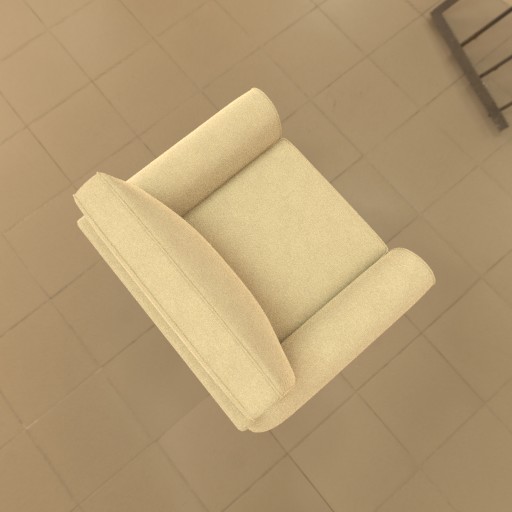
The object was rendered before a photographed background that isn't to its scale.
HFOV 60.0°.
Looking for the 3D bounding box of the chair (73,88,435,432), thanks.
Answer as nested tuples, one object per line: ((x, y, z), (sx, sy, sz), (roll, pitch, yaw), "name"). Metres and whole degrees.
((0.000, 0.000, 1.731), (0.863, 0.955, 1.040), (-39, 80, -8), "chair")
